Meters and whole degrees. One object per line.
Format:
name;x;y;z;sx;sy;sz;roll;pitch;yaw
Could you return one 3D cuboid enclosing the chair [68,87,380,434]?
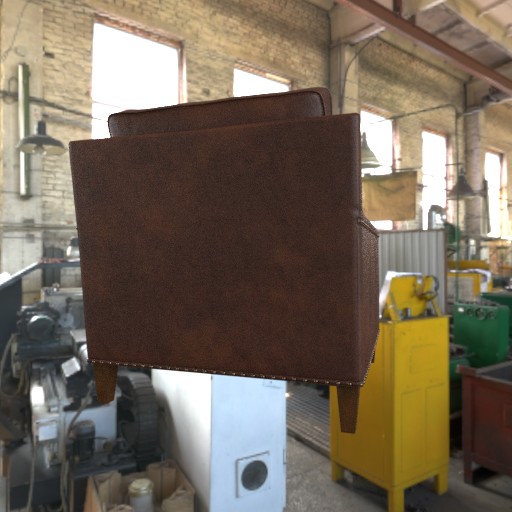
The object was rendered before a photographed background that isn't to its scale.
chair;0.000;0.000;1.650;0.853;0.929;1.014;0;0;18
